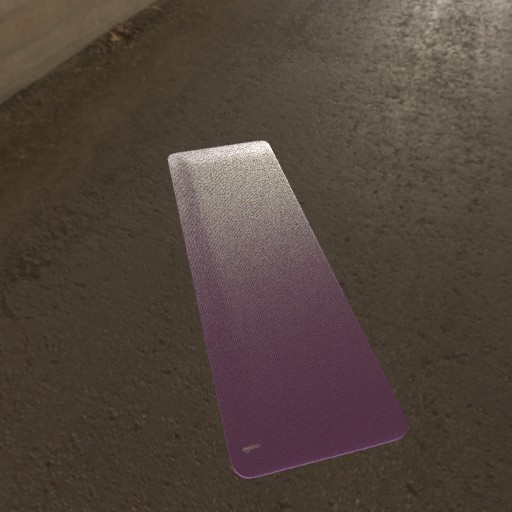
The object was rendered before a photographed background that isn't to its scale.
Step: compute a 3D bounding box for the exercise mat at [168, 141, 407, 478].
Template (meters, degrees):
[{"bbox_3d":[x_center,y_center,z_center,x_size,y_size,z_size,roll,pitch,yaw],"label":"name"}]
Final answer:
[{"bbox_3d":[0.000,0.000,2.062,0.616,0.021,1.869,-11,48,-10],"label":"exercise mat"}]
